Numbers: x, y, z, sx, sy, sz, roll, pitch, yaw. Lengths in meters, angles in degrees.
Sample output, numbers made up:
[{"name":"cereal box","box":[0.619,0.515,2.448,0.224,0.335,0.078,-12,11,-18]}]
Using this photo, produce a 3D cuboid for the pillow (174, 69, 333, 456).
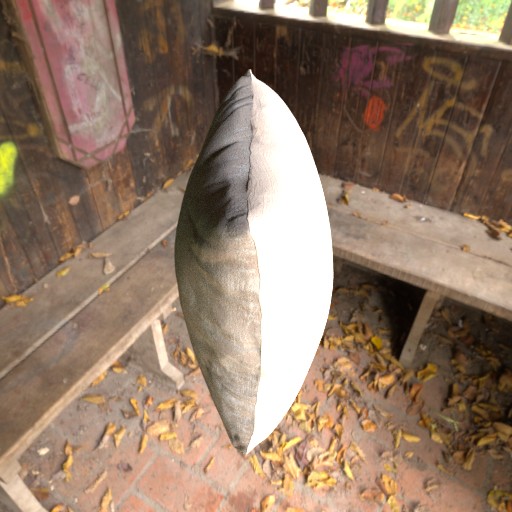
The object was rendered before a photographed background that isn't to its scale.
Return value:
[{"name":"pillow","box":[0.000,0.000,0.718,0.245,0.448,0.450,1,41,1]}]
